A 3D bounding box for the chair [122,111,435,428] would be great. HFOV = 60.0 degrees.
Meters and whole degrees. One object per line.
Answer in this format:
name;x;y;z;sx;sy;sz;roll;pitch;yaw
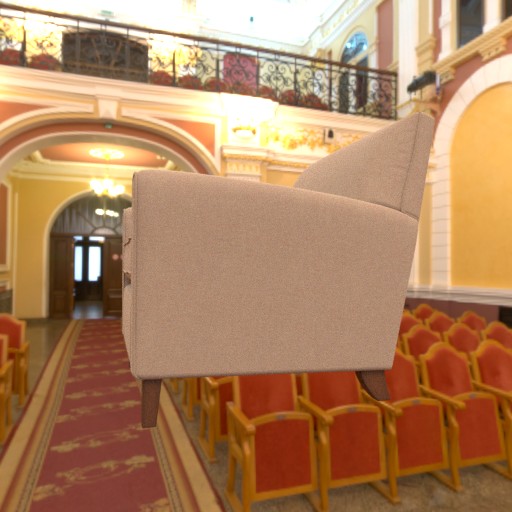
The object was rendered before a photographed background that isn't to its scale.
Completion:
chair;0.000;0.000;1.530;0.871;0.846;0.840;0;-1;-18
